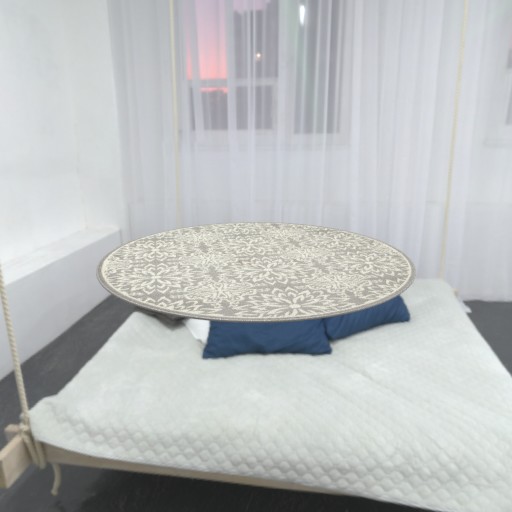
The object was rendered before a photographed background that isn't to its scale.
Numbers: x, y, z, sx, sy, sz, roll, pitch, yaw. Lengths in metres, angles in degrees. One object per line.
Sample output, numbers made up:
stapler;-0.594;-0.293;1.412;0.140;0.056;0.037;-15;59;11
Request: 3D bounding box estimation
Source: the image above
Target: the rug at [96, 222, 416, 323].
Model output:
rug;0.000;0.000;2.334;1.593;0.012;1.593;0;17;0
